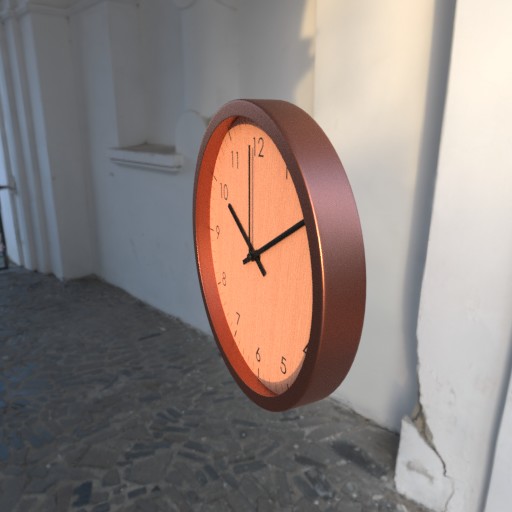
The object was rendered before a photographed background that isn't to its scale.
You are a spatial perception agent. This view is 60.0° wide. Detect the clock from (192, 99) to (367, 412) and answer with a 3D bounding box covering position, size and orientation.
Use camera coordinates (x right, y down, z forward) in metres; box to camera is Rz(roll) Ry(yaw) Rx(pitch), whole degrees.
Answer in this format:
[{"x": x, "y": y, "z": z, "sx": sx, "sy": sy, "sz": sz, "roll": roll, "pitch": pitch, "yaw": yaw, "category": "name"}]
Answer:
[{"x": 0.000, "y": 0.000, "z": 0.470, "sx": 0.040, "sy": 0.313, "sz": 0.313, "roll": -8, "pitch": 19, "yaw": -24, "category": "clock"}]
